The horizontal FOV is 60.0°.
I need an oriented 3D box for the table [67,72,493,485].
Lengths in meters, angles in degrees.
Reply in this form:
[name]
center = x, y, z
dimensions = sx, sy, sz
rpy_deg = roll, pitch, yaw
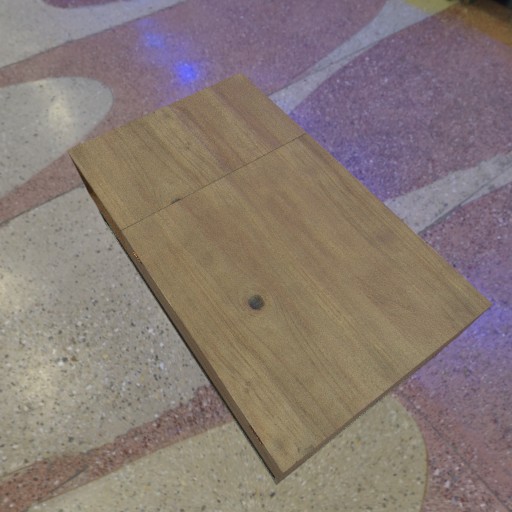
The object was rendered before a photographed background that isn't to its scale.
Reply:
[table]
center = 0.000, 0.000, 1.396
dimensions = 0.655, 0.395, 1.101
rpy_deg = -31, 64, -18
